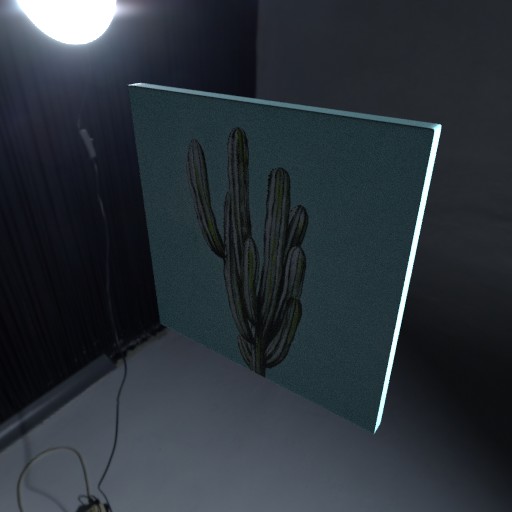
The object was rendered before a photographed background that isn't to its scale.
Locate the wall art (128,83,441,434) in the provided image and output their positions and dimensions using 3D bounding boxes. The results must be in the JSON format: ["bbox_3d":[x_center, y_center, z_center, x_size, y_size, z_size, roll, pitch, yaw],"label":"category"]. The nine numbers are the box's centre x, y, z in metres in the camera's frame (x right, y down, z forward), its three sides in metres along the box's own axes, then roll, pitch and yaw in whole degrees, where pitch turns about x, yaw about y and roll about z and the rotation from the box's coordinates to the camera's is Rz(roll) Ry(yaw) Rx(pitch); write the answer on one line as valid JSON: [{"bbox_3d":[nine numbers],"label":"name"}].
[{"bbox_3d":[0.000,0.000,1.592,1.071,1.073,0.070,20,35,30],"label":"wall art"}]
